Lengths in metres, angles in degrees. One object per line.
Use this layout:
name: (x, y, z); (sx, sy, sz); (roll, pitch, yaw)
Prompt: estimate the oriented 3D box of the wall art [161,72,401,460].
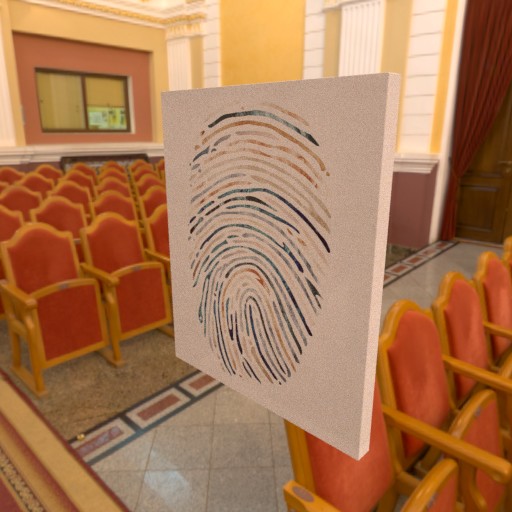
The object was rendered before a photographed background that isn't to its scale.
wall art: (0.000, 0.000, 0.838); (0.508, 0.606, 0.037); (15, 22, 41)
